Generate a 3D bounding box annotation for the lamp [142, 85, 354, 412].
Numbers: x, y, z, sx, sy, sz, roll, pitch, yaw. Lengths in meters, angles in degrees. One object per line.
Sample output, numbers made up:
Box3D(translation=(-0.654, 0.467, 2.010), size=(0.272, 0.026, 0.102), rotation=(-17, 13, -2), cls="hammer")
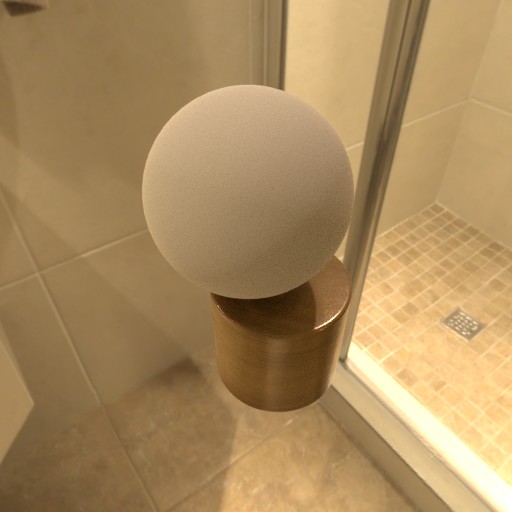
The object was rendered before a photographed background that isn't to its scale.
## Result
Box3D(translation=(0.000, 0.000, 0.339), size=(0.152, 0.250, 0.141), rotation=(11, 43, 12), cls="lamp")
